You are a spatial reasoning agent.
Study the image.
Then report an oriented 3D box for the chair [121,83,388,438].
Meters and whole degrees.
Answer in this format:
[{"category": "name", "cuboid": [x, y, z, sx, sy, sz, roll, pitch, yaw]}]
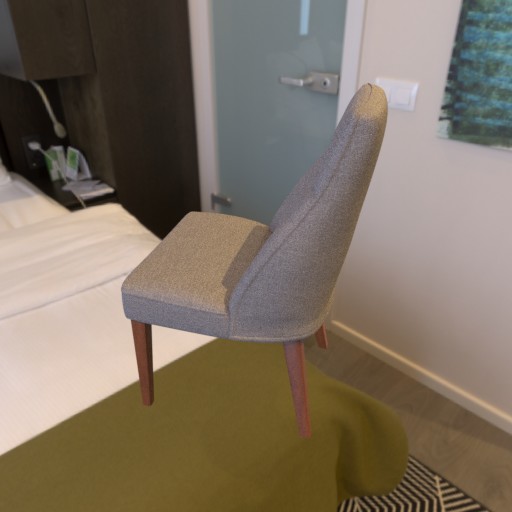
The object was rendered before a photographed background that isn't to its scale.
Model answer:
[{"category": "chair", "cuboid": [0.000, 0.000, 1.286, 0.620, 0.930, 0.500, 8, 31, 13]}]
